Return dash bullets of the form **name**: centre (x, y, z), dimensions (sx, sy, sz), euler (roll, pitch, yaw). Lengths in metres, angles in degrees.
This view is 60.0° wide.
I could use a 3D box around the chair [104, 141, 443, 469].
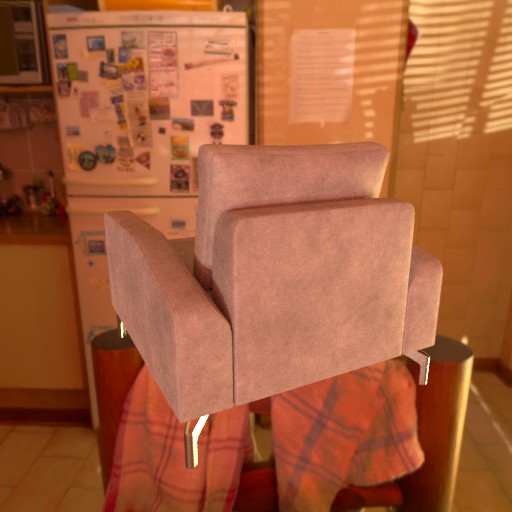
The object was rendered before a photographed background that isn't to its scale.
- **chair**: centre (0.000, 0.000, 1.592), dimensions (0.900, 0.800, 0.900), euler (-8, 18, -27)
